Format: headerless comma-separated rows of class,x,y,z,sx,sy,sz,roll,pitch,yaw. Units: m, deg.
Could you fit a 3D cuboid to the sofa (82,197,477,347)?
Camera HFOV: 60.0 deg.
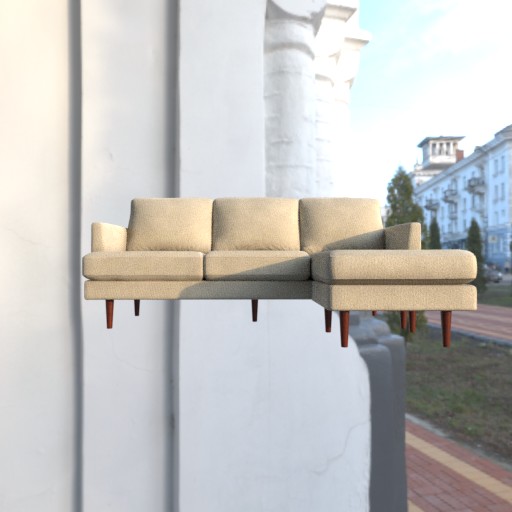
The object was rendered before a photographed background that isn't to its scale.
sofa,0.000,0.000,2.959,2.233,0.956,1.504,0,-1,0
